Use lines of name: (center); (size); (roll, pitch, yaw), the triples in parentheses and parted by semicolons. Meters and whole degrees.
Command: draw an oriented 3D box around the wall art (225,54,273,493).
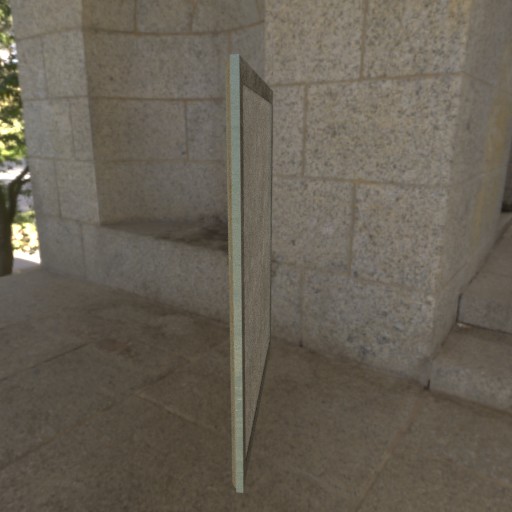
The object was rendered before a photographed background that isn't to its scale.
wall art: (0.000, 0.000, 1.314); (0.030, 0.983, 0.767); (2, 16, 7)
